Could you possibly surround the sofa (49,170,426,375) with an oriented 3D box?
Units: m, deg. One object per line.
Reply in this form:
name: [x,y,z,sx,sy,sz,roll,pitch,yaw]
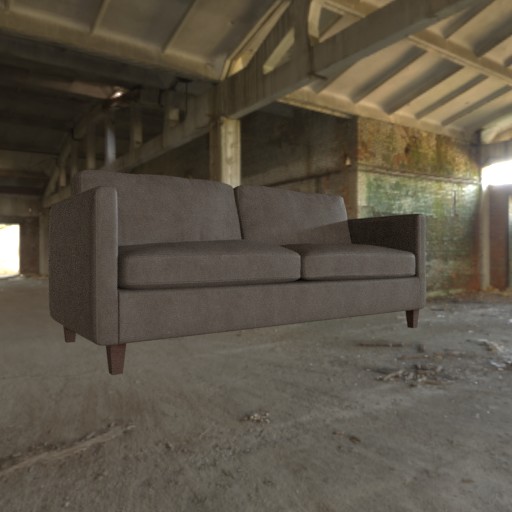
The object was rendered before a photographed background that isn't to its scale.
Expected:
sofa: [0.000,0.000,2.734,2.208,0.965,0.951,0,0,-35]
